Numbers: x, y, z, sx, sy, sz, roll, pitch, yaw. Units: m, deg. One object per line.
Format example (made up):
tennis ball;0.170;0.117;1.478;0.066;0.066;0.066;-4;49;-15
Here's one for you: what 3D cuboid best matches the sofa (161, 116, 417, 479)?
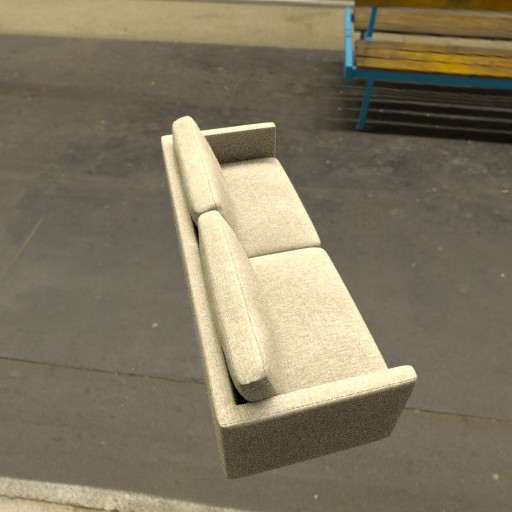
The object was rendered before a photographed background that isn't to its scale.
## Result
sofa;0.000;0.000;2.913;0.948;0.951;2.434;-10;46;-10
